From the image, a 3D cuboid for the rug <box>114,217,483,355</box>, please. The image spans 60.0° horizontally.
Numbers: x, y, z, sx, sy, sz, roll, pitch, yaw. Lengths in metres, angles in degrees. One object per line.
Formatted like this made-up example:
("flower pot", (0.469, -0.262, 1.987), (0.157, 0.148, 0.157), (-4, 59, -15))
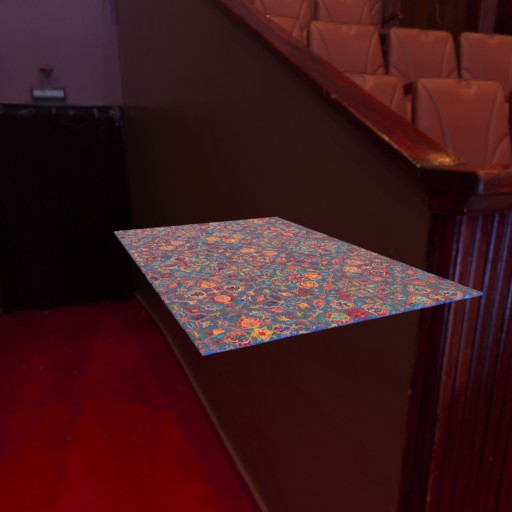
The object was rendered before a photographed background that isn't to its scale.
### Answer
("rug", (0.000, 0.000, 2.382), (1.216, 0.014, 1.836), (-7, 17, -24))
